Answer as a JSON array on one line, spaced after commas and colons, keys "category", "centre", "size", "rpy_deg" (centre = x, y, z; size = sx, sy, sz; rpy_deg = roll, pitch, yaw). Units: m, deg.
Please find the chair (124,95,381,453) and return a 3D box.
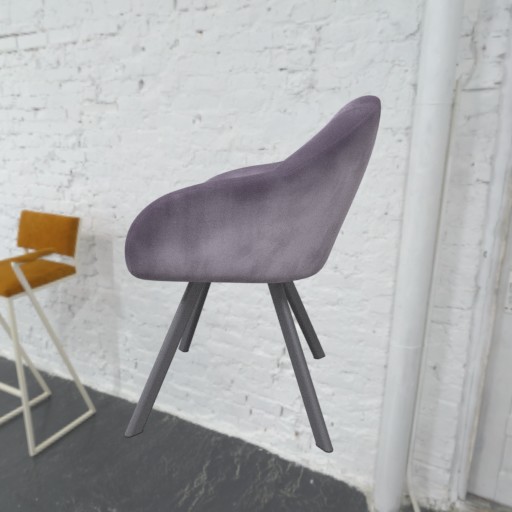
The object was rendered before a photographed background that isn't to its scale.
[{"category": "chair", "centre": [0.000, 0.000, 1.174], "size": [0.590, 0.795, 0.550], "rpy_deg": [2, 15, 6]}]
